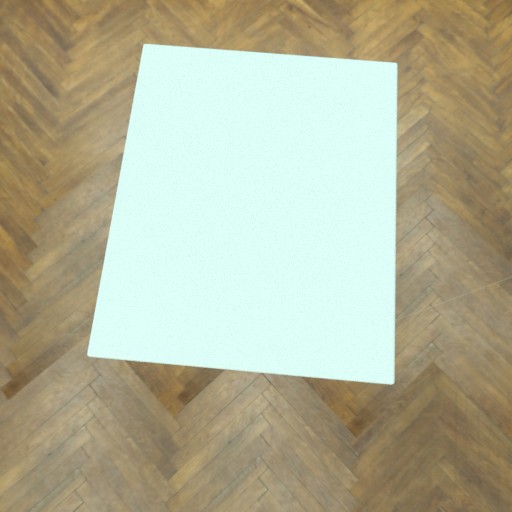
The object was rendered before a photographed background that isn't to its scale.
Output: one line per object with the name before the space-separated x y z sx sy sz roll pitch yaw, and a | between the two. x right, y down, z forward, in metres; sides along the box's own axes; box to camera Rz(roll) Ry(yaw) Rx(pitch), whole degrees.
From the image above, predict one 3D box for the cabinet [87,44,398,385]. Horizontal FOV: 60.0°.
cabinet | 0.000 0.000 1.029 0.431 0.723 0.520 5 75 1
